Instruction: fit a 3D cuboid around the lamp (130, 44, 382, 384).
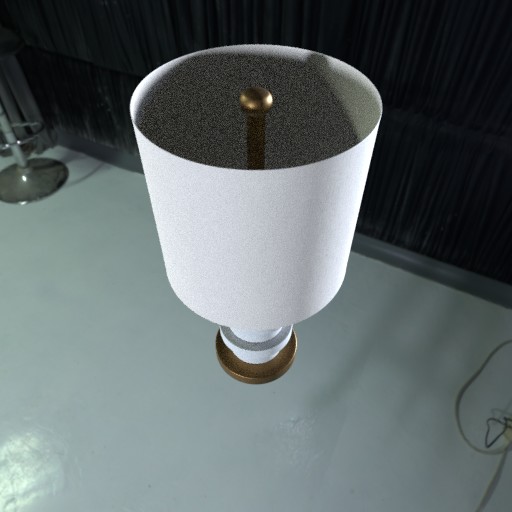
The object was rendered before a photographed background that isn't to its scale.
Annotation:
[{"bbox_3d":[0.000,0.000,0.522,0.210,0.410,0.210,18,50,16],"label":"lamp"}]
